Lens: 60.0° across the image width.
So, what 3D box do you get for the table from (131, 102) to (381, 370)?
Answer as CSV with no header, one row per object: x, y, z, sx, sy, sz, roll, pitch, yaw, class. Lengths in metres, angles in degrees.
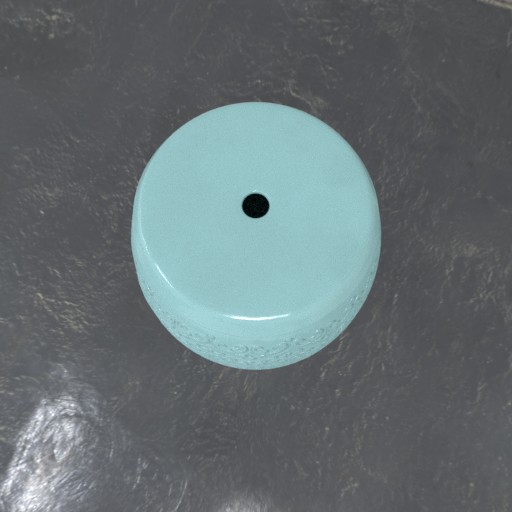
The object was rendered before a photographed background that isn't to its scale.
0.000,0.000,0.622,0.309,0.397,0.309,0,75,0,table
